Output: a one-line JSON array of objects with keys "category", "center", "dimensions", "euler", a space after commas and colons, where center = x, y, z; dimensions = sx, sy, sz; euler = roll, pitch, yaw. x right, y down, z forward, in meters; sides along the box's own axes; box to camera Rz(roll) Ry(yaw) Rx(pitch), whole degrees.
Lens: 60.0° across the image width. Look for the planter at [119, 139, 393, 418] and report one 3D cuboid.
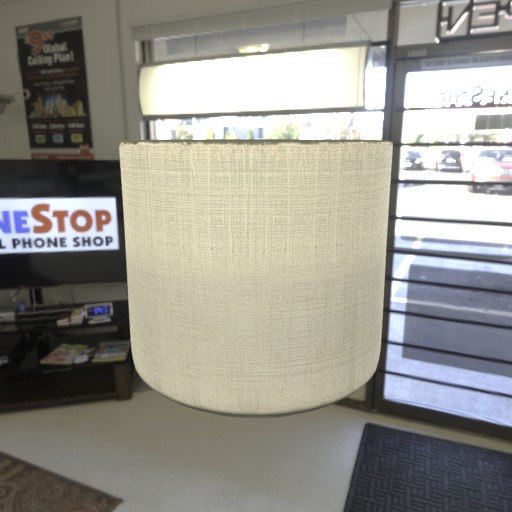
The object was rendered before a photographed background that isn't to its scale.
[{"category": "planter", "center": [0.000, 0.000, 0.398], "dimensions": [0.226, 0.201, 0.226], "euler": [0, 14, 0]}]
